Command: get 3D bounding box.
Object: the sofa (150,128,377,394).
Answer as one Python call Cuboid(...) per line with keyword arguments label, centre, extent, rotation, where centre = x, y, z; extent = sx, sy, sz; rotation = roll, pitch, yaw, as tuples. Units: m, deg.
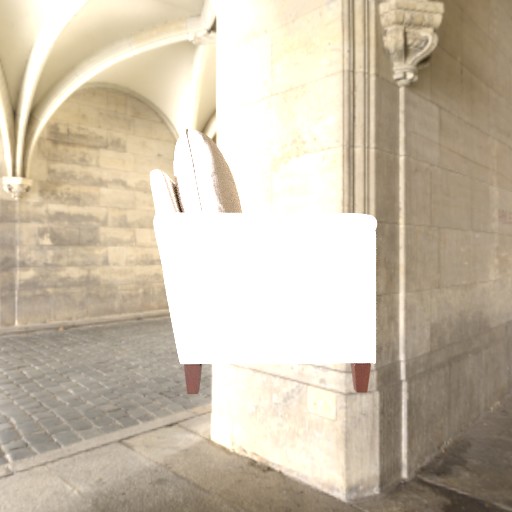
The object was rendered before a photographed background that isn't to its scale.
Cuboid(label="sofa", centre=(0.000, 0.000, 2.478), extent=(0.828, 0.961, 1.925), rotation=(0, 0, -2))
